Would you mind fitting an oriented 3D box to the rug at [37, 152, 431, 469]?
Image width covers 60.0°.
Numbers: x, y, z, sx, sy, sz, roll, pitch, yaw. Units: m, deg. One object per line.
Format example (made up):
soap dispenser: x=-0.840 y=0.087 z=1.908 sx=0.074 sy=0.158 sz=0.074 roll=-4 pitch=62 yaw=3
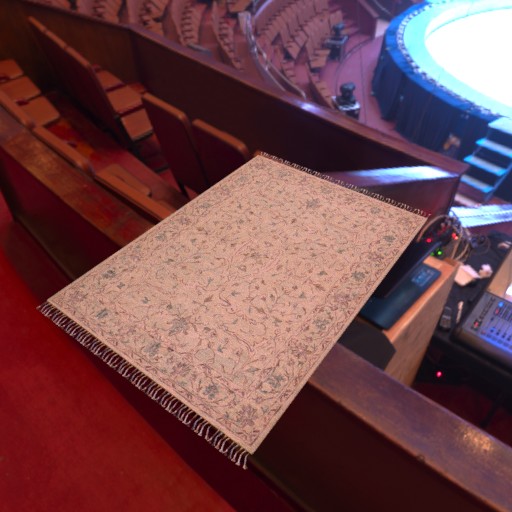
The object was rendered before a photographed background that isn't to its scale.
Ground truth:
rug: x=0.000 y=0.000 z=2.328 sx=1.247 sy=0.008 sz=1.802 roll=27 pitch=49 yaw=26
